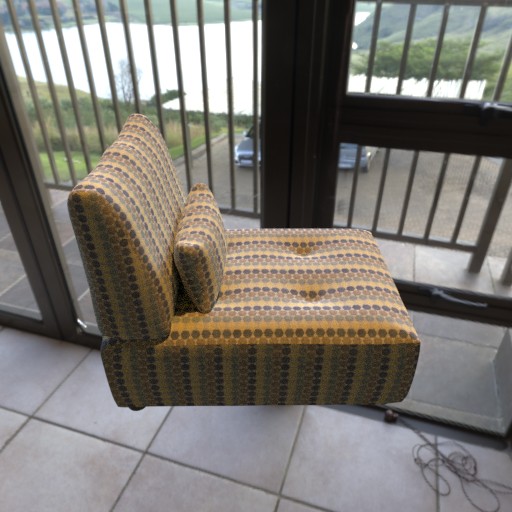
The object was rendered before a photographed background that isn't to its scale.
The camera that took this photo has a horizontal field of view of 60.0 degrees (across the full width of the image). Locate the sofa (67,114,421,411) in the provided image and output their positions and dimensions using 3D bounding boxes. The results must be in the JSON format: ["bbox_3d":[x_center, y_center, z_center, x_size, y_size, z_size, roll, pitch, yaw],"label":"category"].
[{"bbox_3d":[0.000,0.000,1.570,1.000,0.820,0.700,0,34,-1],"label":"sofa"}]
